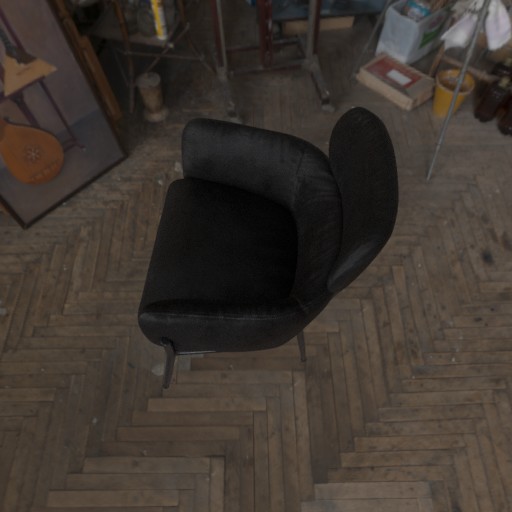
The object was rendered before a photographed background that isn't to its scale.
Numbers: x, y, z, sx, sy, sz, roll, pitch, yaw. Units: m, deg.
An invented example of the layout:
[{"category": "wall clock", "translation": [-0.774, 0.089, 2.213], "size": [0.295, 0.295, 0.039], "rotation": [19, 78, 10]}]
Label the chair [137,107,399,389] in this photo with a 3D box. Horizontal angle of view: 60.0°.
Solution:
[{"category": "chair", "translation": [0.000, 0.000, 1.291], "size": [0.604, 0.818, 0.640], "rotation": [5, 60, 3]}]
